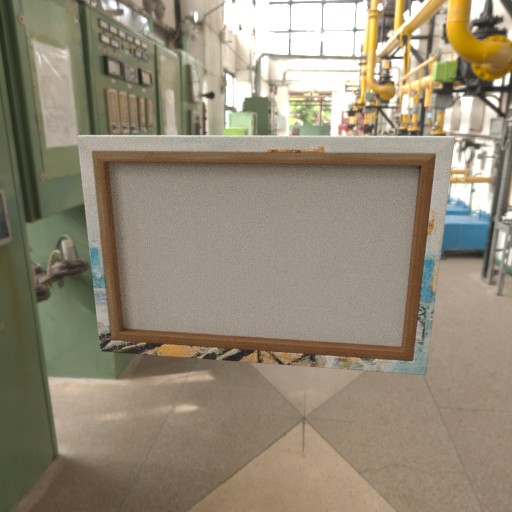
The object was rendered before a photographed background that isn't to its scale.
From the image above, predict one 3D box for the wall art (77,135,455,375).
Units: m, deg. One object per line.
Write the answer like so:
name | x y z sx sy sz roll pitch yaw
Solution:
wall art | 0.000 0.000 1.163 0.913 0.609 0.038 2 16 8
